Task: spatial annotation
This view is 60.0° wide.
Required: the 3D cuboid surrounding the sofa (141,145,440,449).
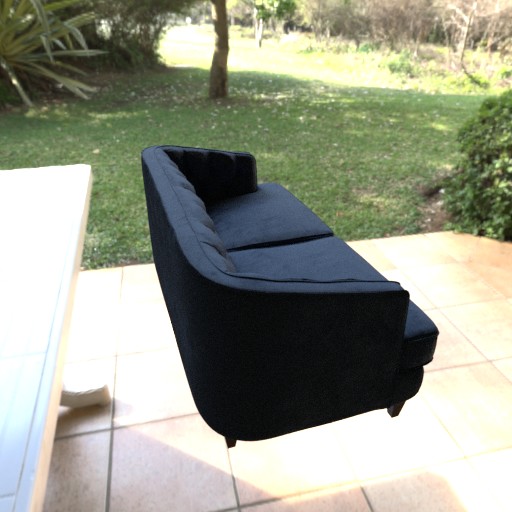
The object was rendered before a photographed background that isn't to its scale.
[{"bbox_3d":[0.000,0.000,2.254,0.941,0.854,1.733,-10,31,-16],"label":"sofa"}]
